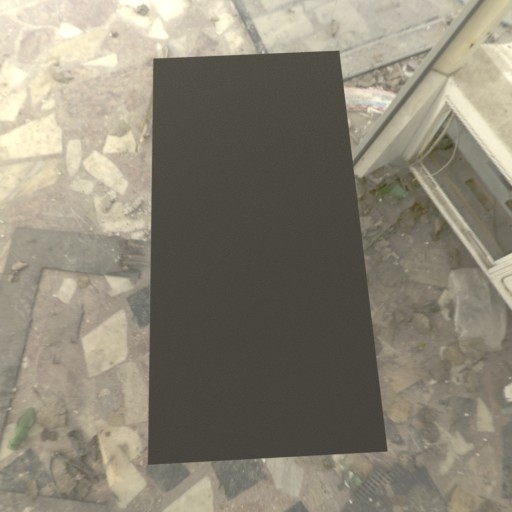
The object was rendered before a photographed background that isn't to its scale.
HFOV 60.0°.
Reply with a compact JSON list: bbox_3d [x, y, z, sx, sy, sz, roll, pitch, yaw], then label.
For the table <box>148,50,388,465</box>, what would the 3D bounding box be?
[{"bbox_3d":[0.000,0.000,1.328,0.523,0.470,1.044,-3,74,-1],"label":"table"}]
